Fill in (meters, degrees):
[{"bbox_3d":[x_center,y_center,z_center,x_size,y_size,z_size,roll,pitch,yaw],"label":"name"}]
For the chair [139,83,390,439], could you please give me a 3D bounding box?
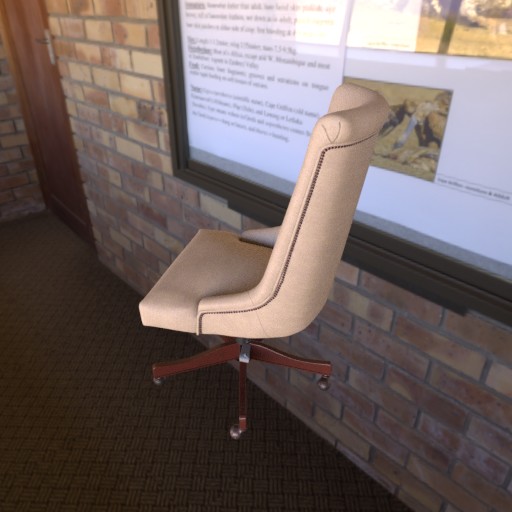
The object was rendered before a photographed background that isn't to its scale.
[{"bbox_3d":[0.000,0.000,1.430,0.696,1.010,0.645,7,31,13],"label":"chair"}]
